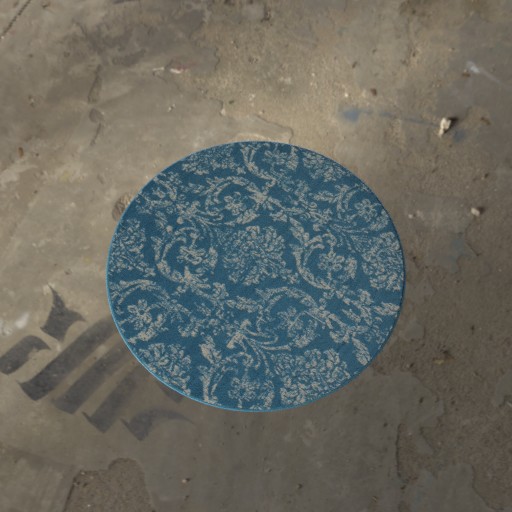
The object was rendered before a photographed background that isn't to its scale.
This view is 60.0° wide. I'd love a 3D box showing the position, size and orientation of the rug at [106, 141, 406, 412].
[{"bbox_3d":[0.000,0.000,2.381,1.593,0.012,1.593,0,63,0],"label":"rug"}]
